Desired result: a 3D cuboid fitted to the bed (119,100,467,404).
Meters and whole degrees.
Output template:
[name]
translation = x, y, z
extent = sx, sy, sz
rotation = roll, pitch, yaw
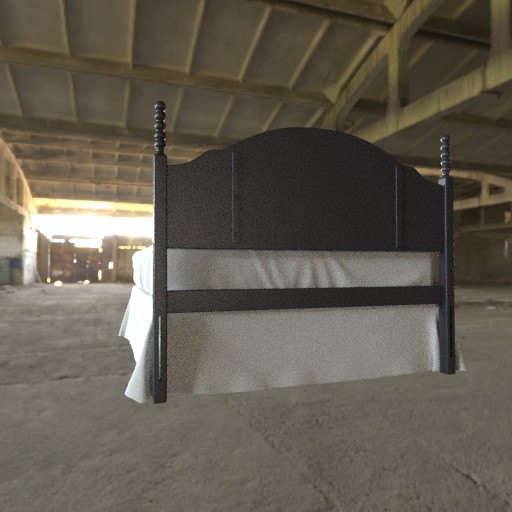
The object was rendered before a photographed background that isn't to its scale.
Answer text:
[bed]
translation = 0.000, 0.000, 3.180
extent = 1.873, 1.356, 2.040
rotation = 0, -1, -19
